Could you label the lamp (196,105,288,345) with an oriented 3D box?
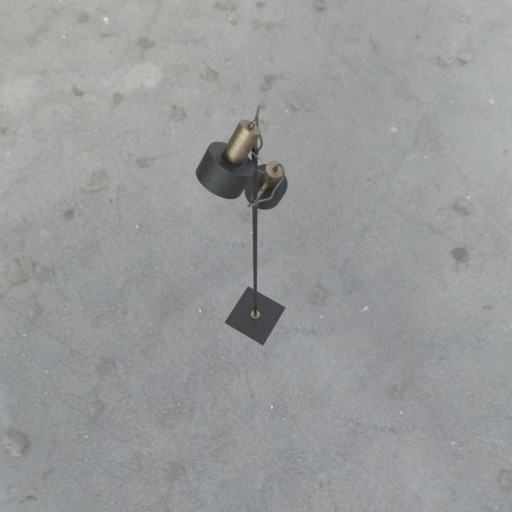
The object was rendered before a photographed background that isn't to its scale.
[{"bbox_3d":[0.000,0.000,1.660,0.233,1.505,0.315,29,69,12],"label":"lamp"}]
